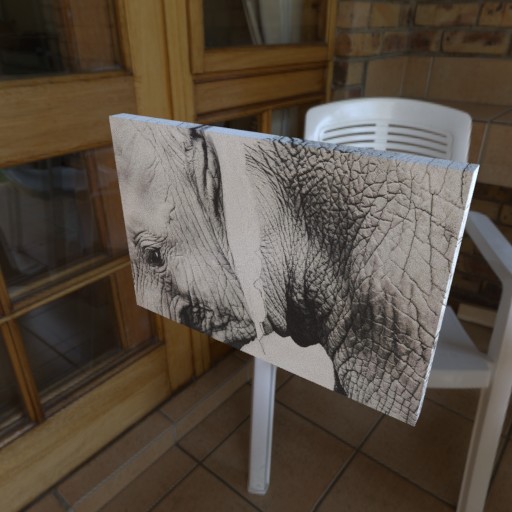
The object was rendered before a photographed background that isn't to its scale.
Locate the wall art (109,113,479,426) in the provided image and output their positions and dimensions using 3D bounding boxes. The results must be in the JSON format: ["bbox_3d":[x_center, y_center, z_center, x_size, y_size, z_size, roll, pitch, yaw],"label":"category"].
[{"bbox_3d":[0.000,0.000,0.757,0.613,0.407,0.035,17,32,29],"label":"wall art"}]
